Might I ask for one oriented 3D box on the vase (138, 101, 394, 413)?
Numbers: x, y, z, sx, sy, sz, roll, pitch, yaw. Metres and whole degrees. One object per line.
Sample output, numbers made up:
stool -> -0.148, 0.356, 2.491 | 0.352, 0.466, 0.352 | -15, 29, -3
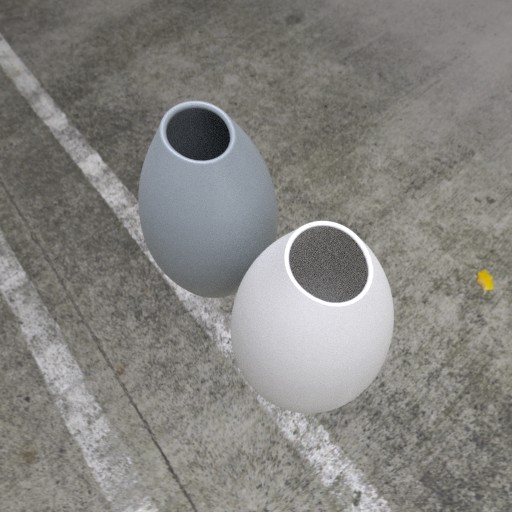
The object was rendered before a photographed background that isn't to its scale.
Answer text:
vase -> 0.000, 0.000, 0.259 | 0.089, 0.131, 0.187 | -34, 65, -18
